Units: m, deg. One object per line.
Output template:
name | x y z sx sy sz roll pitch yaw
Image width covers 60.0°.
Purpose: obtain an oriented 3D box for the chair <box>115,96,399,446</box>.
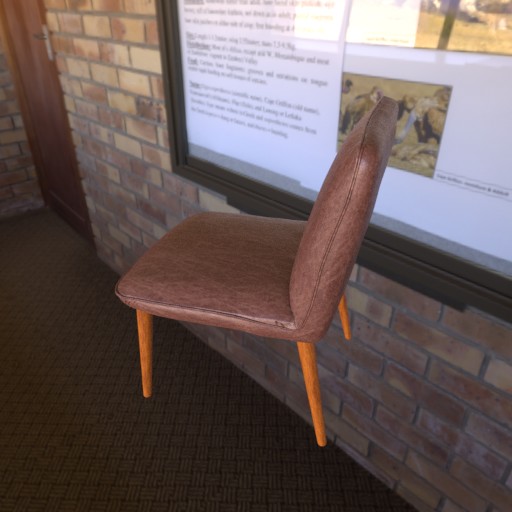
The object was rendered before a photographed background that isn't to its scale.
chair | 0.000 0.000 1.218 0.645 0.803 0.543 7 31 12
